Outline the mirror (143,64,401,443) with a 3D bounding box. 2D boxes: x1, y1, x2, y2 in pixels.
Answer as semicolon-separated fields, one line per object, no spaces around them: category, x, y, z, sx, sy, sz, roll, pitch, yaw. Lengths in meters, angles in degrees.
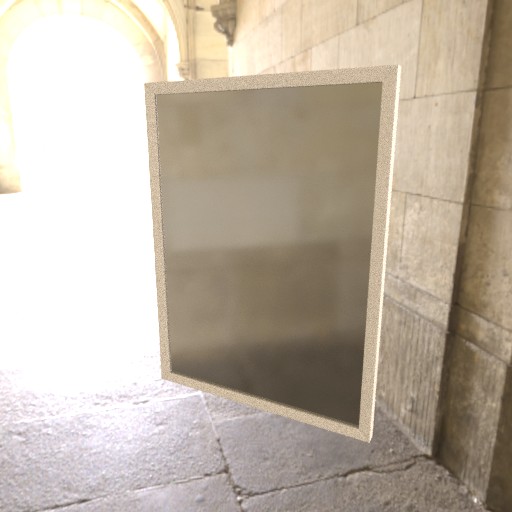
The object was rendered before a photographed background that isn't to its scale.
mirror;0.000;0.000;1.340;0.762;1.016;0.040;8;17;27
